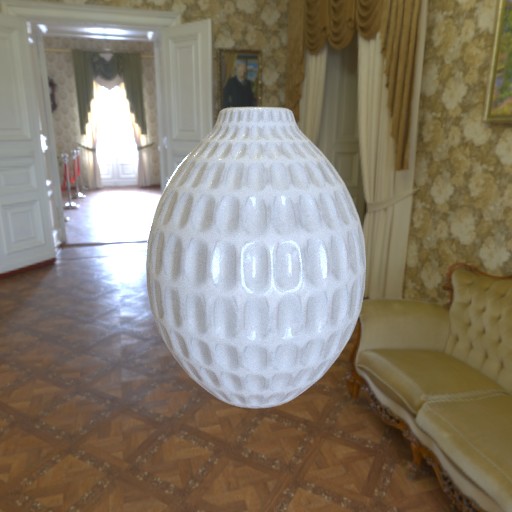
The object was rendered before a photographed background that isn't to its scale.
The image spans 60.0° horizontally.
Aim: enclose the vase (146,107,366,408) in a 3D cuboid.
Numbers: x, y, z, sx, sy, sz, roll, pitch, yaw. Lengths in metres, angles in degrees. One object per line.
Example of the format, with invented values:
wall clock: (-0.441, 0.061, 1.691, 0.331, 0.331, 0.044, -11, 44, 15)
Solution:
vase: (0.000, 0.000, 0.264, 0.128, 0.167, 0.128, 0, 16, 0)
